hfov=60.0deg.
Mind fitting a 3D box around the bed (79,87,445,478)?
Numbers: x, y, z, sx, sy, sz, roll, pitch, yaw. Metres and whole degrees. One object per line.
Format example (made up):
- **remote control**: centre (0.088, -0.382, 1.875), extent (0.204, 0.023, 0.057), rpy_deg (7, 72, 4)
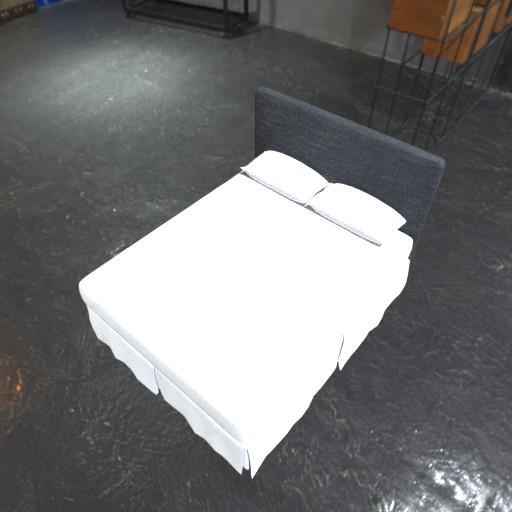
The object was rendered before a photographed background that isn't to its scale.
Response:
- **bed**: centre (0.000, 0.000, 3.259), extent (1.723, 1.330, 2.142), rpy_deg (32, 55, 27)
